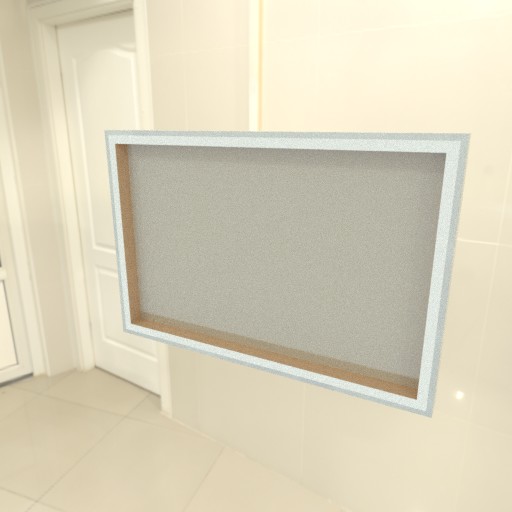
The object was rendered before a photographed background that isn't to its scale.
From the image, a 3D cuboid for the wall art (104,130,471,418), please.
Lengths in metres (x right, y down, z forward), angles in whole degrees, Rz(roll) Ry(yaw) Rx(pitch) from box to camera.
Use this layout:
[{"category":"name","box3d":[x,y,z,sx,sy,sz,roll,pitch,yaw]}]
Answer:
[{"category":"wall art","box3d":[0.000,0.000,0.751,0.609,0.407,0.038,9,19,27]}]
